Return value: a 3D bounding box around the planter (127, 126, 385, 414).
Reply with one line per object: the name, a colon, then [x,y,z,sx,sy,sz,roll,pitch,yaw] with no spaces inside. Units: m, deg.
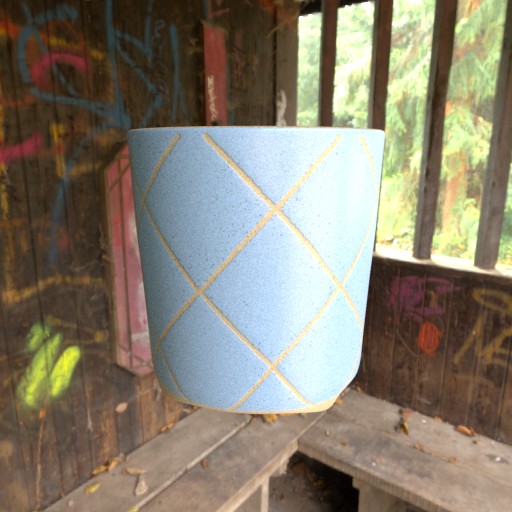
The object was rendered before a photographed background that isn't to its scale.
planter: [0.000,0.000,0.433,0.227,0.235,0.227,0,14,0]
